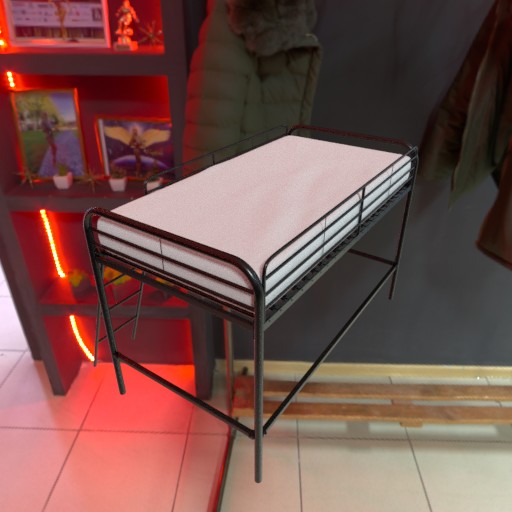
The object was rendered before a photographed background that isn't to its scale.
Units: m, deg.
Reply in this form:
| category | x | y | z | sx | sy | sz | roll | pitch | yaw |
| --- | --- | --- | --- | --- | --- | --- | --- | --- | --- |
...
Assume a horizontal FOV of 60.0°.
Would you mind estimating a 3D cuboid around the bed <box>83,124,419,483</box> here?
| category | x | y | z | sx | sy | sz | roll | pitch | yaw |
| --- | --- | --- | --- | --- | --- | --- | --- | --- | --- |
| bed | 0.000 | 0.000 | 2.965 | 1.393 | 1.289 | 1.968 | 19 | 35 | 29 |
